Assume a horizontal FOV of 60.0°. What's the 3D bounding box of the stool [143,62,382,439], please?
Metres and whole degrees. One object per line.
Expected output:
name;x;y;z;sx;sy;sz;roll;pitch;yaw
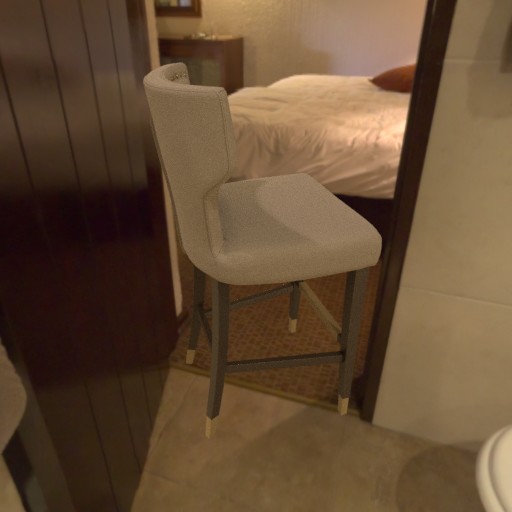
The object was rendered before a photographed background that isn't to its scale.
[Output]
stool;0.000;0.000;1.399;0.563;1.092;0.526;-9;31;-16
